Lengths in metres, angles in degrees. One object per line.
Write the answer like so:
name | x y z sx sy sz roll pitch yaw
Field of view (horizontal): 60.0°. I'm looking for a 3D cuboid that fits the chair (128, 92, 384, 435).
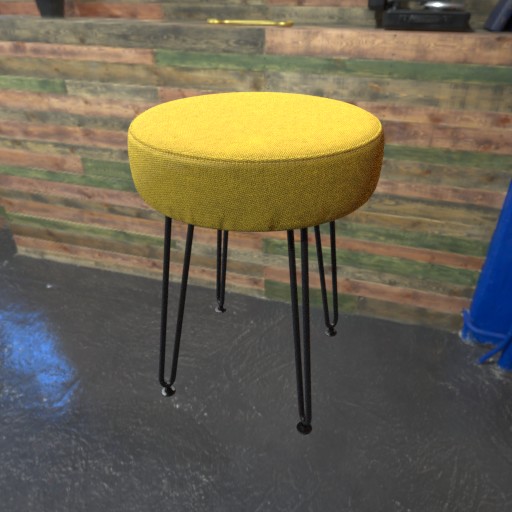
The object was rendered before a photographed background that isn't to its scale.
chair | 0.000 0.000 0.712 0.345 0.455 0.345 10 33 15
